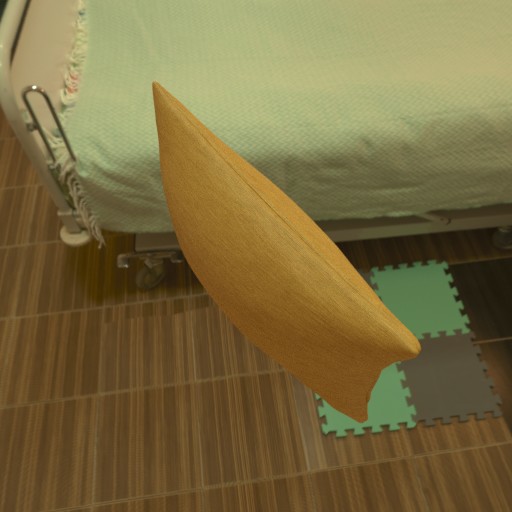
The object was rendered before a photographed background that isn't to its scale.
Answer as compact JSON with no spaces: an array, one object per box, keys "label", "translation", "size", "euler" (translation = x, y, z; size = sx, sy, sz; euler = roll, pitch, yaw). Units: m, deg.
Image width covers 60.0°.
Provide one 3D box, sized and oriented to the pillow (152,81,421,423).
[{"label":"pillow","translation":[0.000,0.000,0.794],"size":[0.210,0.354,0.634],"euler":[-32,63,-19]}]
